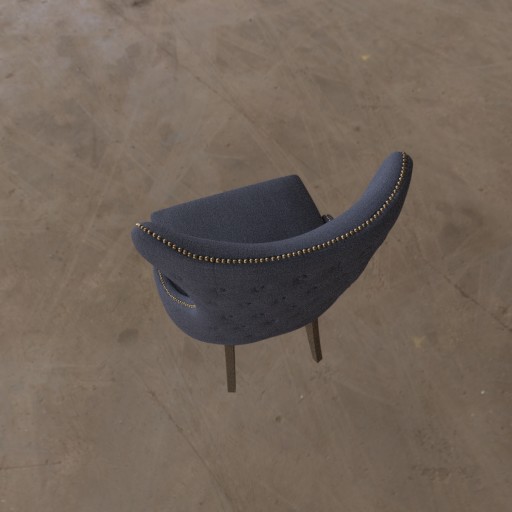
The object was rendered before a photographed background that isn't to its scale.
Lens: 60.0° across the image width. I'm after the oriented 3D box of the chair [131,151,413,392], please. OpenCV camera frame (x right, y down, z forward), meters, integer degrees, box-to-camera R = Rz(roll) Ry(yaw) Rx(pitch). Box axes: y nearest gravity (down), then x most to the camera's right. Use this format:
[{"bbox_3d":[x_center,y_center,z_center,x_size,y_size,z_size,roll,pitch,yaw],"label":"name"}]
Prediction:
[{"bbox_3d":[0.000,0.000,1.354,0.628,0.967,0.635,-17,59,-10],"label":"chair"}]
